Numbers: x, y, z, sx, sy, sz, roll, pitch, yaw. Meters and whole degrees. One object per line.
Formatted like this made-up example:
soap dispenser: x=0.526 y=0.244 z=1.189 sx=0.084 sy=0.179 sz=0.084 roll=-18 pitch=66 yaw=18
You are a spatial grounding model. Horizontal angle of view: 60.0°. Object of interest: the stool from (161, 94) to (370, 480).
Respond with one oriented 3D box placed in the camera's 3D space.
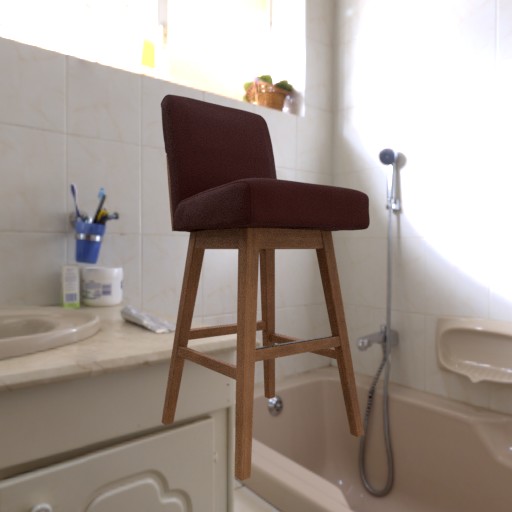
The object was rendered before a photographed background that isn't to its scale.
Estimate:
stool: x=0.000 y=0.000 z=1.410 sx=0.468 sy=1.093 sz=0.562 roll=0 pitch=1 yaw=-36
